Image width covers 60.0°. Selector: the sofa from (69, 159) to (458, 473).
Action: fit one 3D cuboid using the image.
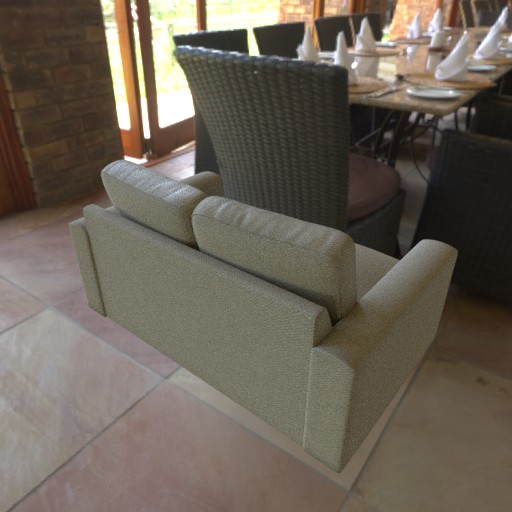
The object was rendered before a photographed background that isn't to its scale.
[{"bbox_3d":[0.000,0.000,2.185,1.616,0.873,1.016,23,38,33],"label":"sofa"}]
